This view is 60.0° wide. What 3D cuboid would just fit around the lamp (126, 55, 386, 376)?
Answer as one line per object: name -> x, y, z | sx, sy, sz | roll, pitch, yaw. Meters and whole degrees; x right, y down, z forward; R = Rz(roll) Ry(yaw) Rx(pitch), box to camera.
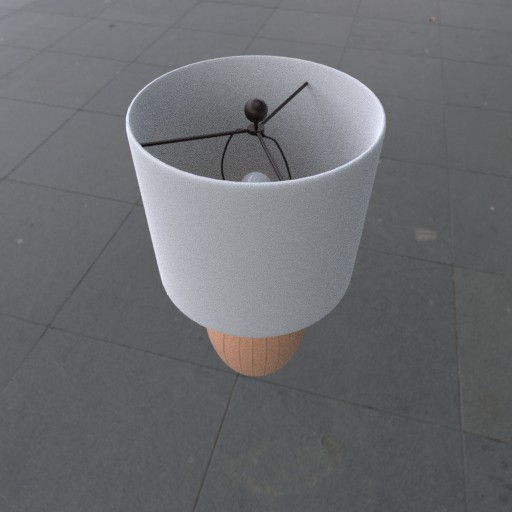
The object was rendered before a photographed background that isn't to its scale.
lamp -> 0.000, 0.000, 0.764 | 0.329, 0.570, 0.329 | 0, 46, 0
